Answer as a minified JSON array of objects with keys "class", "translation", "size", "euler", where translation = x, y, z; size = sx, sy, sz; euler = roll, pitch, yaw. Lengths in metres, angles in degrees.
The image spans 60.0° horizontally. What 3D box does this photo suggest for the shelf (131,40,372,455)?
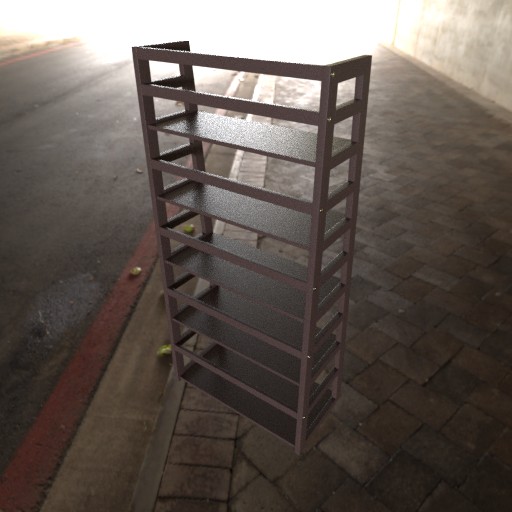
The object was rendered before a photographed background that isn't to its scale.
[{"class":"shelf","translation":[0.000,0.000,1.875],"size":[0.763,1.600,0.403],"euler":[20,37,30]}]
